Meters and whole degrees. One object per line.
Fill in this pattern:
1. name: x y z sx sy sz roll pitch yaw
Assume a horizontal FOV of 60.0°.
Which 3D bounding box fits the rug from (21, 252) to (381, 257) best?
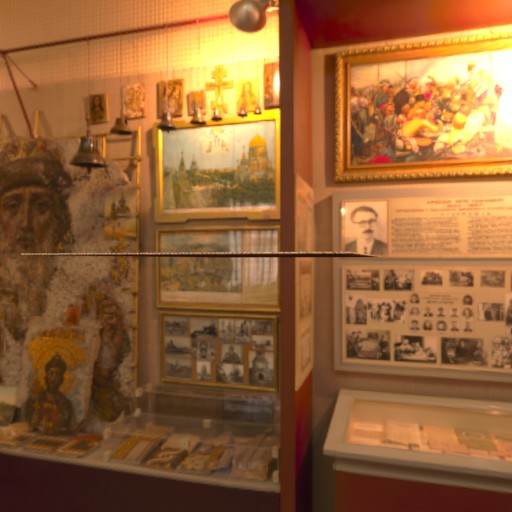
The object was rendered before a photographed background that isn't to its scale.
1. rug: 0.000 0.000 2.985 1.519 0.007 2.428 0 -1 18
